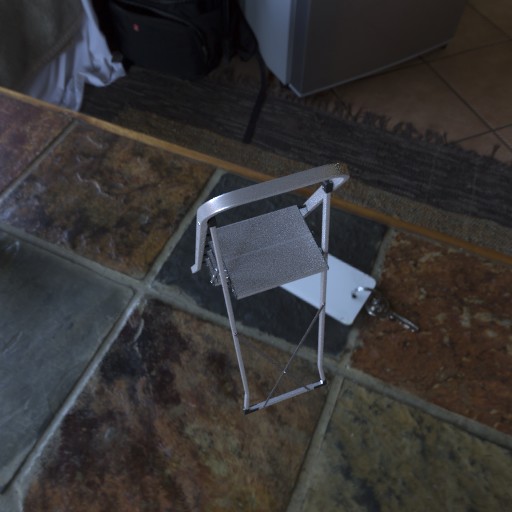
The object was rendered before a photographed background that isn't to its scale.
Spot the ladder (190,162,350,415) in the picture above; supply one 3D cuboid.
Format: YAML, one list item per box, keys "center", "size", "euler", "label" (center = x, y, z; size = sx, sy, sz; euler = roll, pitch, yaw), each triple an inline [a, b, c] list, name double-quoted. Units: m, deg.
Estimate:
- center: [0.000, 0.000, 1.696]
  size: [0.465, 1.290, 0.830]
  euler: [-17, 61, -10]
  label: "ladder"
